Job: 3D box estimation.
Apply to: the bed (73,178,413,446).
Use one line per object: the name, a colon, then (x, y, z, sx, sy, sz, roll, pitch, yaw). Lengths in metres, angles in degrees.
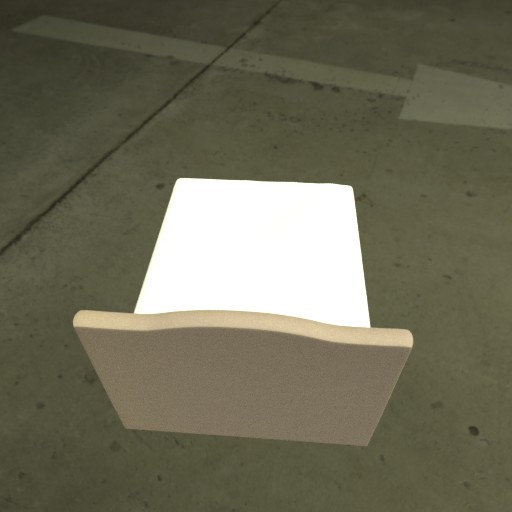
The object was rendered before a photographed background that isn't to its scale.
bed: (0.000, 0.000, 3.415, 1.821, 1.436, 2.282, 3, 47, 3)
